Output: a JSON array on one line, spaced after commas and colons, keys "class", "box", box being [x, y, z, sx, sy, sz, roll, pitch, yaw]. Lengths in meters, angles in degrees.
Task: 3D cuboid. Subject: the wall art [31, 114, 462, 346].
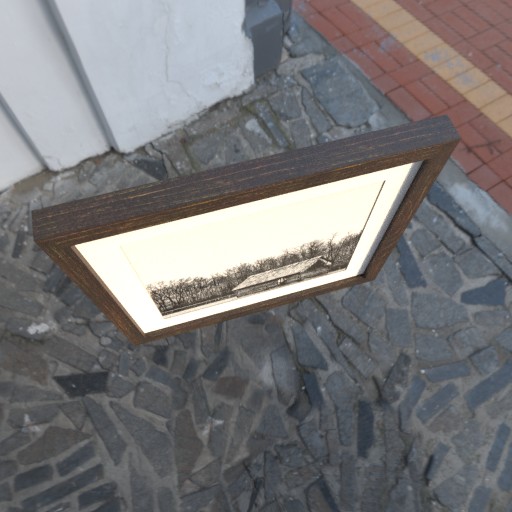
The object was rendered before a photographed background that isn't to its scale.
[{"class": "wall art", "box": [0.000, 0.000, 0.534, 0.381, 0.330, 0.031, -15, 65, -7]}]
